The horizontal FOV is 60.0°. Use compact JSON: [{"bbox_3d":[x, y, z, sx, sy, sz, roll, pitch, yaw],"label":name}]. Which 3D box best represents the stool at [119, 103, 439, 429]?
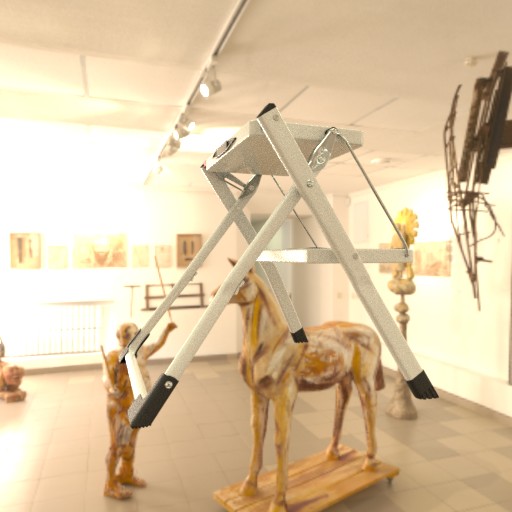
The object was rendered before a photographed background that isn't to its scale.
[{"bbox_3d":[0.000,0.000,0.849,0.490,0.445,0.485,0,0,-19],"label":"stool"}]
